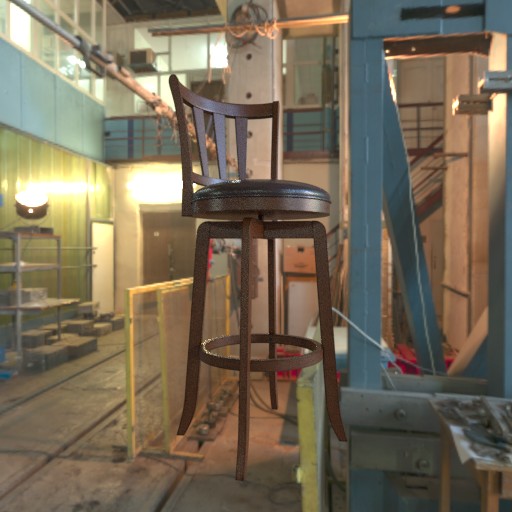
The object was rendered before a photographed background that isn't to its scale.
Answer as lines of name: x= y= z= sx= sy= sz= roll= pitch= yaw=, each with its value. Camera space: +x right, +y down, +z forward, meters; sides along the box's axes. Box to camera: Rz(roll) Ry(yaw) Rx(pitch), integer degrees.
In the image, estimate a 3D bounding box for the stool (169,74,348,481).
stool: x=0.000 y=0.000 z=1.452 sx=0.464 sy=1.177 sz=0.503 roll=-1 pitch=1 yaw=-36
